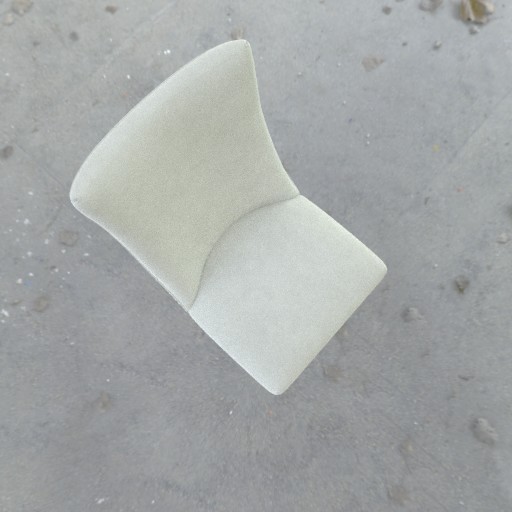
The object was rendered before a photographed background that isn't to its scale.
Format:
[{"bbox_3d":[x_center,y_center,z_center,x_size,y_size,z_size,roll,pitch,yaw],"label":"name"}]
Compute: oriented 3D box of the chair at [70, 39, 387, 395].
[{"bbox_3d":[0.000,0.000,1.236,0.610,0.902,0.495,42,79,10],"label":"chair"}]
